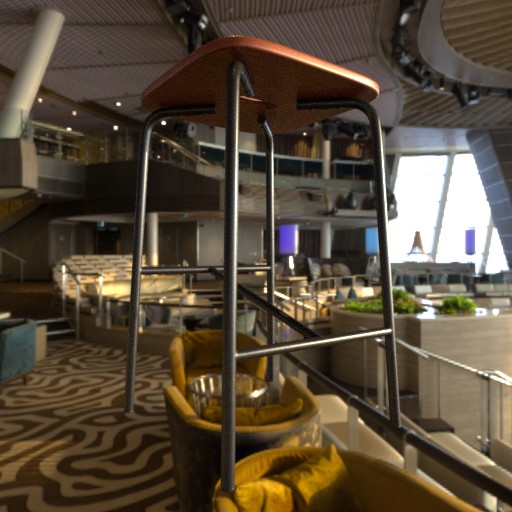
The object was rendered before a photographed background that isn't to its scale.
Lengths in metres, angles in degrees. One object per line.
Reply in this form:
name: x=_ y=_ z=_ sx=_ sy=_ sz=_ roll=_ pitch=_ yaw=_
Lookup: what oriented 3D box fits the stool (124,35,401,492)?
stool: x=0.000 y=0.000 z=0.831 sx=0.376 sy=0.610 sz=0.376 roll=0 pitch=0 yaw=-37
